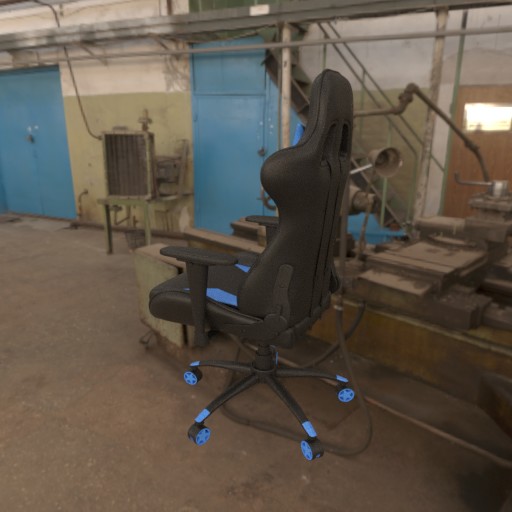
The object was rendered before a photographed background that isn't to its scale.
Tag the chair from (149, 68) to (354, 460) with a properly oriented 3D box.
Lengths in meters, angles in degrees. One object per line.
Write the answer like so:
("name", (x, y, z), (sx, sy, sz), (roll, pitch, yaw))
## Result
("chair", (0.000, 0.000, 1.682), (0.730, 1.282, 0.695), (9, 19, 26))
